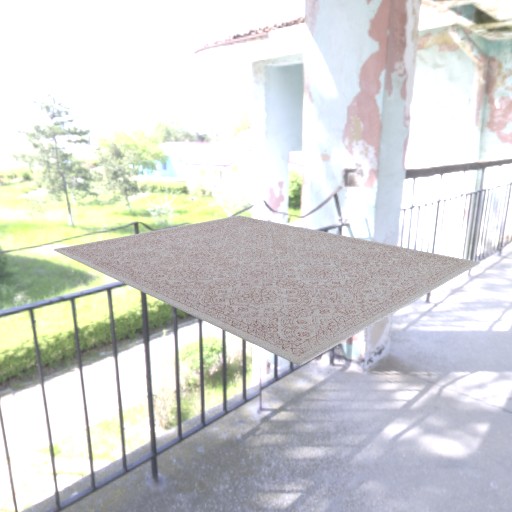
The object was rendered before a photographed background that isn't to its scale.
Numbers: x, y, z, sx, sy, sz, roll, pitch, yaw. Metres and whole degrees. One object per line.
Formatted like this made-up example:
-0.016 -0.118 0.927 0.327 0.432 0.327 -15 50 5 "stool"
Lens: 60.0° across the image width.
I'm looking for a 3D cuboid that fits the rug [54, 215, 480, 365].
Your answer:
0.000 0.000 4.035 3.050 0.015 2.441 15 22 43 "rug"
